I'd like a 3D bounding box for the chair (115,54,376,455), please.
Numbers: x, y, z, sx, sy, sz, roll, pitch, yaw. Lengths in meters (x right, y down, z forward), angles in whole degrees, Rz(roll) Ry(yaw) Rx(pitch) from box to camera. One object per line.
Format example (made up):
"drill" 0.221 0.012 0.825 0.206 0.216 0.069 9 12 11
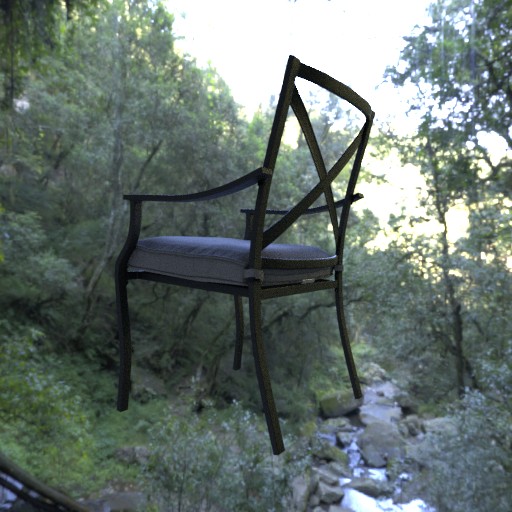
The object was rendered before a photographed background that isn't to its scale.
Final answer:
"chair" 0.000 0.000 1.321 0.620 0.889 0.575 1 1 36
